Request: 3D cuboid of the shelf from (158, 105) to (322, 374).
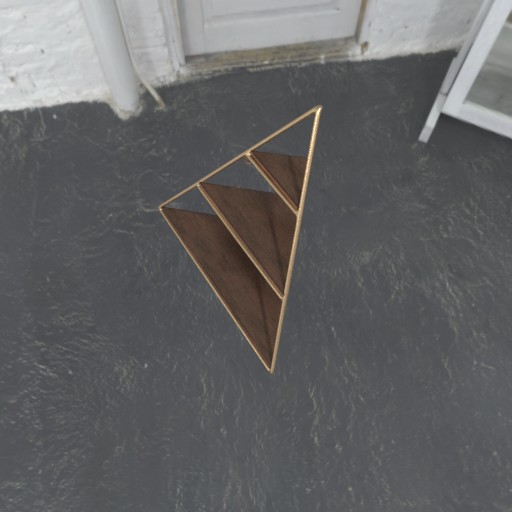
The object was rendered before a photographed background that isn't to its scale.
[{"bbox_3d":[0.000,0.000,1.190,0.294,0.913,0.564,-31,67,-15],"label":"shelf"}]
